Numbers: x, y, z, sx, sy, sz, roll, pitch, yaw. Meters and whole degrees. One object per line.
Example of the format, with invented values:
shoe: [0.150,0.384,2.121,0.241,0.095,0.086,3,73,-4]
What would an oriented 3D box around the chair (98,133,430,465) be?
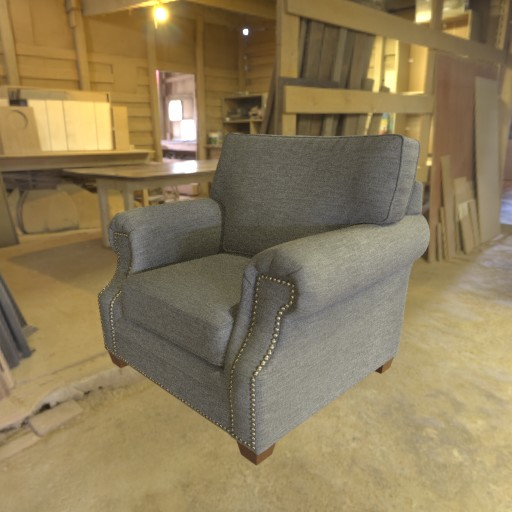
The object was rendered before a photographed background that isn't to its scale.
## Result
chair: [0.000,0.000,1.802,1.092,0.961,0.965,15,22,42]
